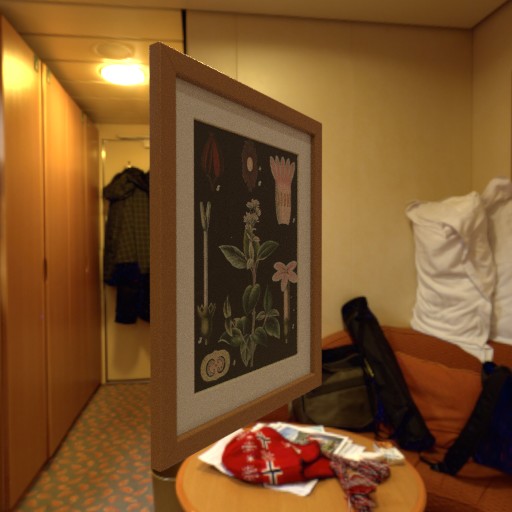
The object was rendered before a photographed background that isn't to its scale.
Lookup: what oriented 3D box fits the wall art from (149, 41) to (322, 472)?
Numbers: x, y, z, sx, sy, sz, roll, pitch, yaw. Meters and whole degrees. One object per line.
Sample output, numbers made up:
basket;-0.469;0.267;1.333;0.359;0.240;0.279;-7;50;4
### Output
wall art;0.000;0.000;0.519;0.015;0.379;0.310;1;1;35
